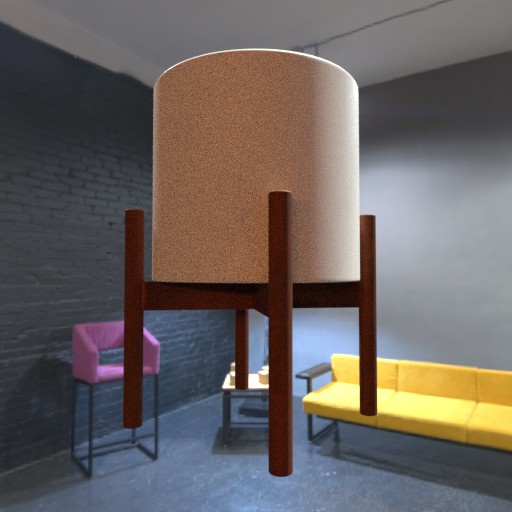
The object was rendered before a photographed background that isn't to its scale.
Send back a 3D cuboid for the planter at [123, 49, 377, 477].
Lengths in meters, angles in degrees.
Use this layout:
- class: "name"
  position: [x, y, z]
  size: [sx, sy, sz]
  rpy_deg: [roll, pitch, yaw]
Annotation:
- class: "planter"
  position: [0.000, 0.000, 0.491]
  size: [0.224, 0.358, 0.224]
  rpy_deg: [-1, -2, 36]
